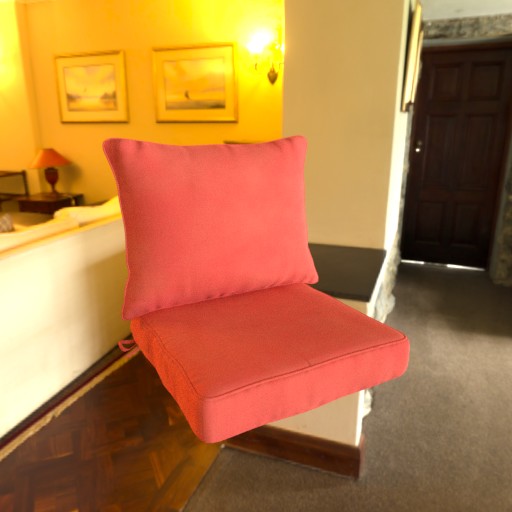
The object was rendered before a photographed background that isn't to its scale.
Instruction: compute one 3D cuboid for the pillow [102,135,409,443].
[{"bbox_3d":[0.000,0.000,1.404,0.798,0.725,0.733,-9,18,-28],"label":"pillow"}]
